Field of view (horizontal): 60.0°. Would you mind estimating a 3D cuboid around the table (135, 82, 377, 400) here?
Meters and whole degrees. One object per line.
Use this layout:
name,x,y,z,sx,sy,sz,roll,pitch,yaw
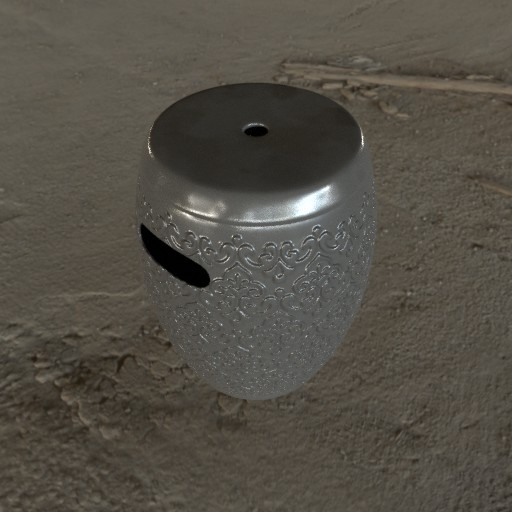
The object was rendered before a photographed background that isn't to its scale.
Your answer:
table,0.000,0.000,0.619,0.309,0.397,0.309,0,46,0
